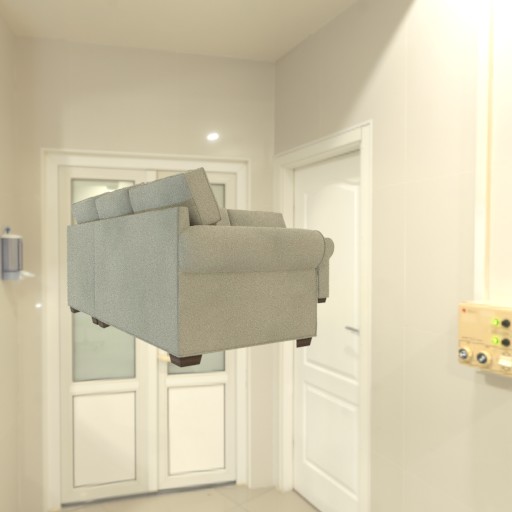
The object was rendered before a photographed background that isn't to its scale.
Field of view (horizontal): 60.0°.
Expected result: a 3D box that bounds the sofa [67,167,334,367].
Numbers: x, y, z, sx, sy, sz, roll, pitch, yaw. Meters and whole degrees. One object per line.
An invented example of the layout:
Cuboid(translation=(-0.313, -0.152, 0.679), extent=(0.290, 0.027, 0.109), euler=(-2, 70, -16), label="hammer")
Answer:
Cuboid(translation=(0.000, 0.000, 3.846), extent=(2.562, 1.053, 2.487), euler=(-1, 1, -35), label="sofa")
